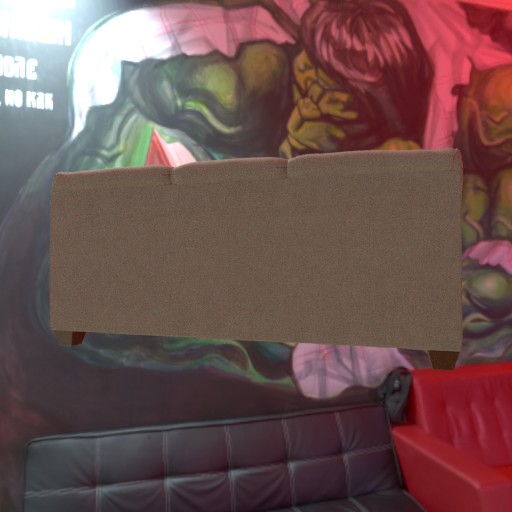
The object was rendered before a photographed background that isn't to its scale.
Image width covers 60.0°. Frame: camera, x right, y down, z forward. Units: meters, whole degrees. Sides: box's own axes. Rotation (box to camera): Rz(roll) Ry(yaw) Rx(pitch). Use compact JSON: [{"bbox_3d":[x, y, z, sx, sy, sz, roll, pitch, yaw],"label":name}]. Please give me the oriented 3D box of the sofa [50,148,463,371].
[{"bbox_3d":[0.000,0.000,2.520,2.024,0.958,0.997,0,-1,17],"label":"sofa"}]
